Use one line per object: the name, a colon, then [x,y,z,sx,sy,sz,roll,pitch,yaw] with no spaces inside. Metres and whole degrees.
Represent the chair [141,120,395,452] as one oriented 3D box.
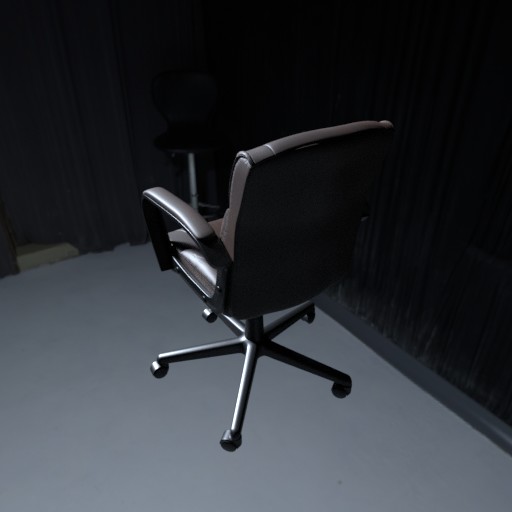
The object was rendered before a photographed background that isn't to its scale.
chair: [0.000,0.000,1.480,0.739,1.004,0.717,-19,37,-27]
